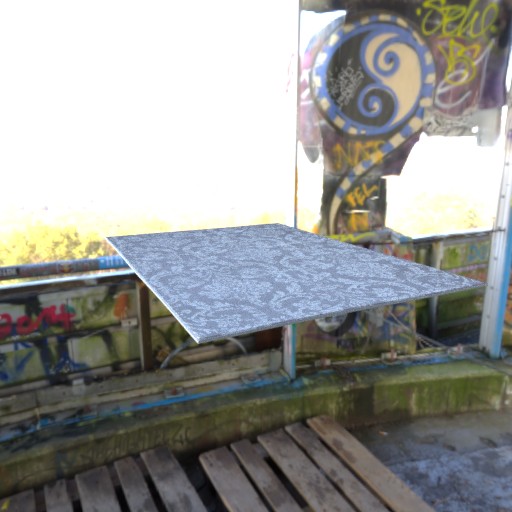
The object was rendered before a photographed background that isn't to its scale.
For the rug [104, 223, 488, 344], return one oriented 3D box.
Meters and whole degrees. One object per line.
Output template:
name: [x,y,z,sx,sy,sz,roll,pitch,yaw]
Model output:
rug: [0.000,0.000,2.897,1.578,0.014,2.206,-7,15,-26]
